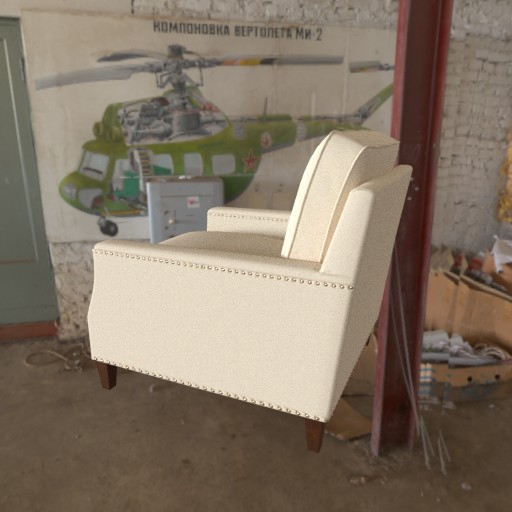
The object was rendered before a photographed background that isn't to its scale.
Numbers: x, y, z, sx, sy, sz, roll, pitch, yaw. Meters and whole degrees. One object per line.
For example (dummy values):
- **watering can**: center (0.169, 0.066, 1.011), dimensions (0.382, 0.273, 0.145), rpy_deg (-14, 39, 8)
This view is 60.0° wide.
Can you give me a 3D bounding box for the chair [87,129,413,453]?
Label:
- **chair**: center (0.000, 0.000, 1.718), dimensions (1.014, 0.943, 0.853), rpy_deg (7, 17, 24)
